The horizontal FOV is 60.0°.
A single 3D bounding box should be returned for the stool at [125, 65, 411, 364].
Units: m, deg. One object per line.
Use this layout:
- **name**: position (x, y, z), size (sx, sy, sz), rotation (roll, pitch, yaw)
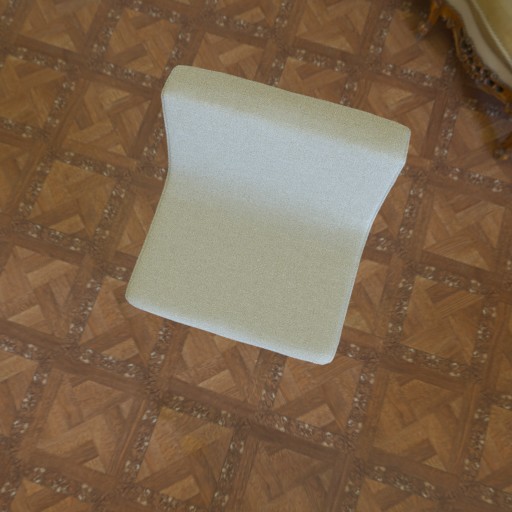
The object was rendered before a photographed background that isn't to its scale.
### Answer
- **stool**: position (0.000, 0.000, 1.276), size (0.511, 0.937, 0.500), rotation (17, 77, 4)
